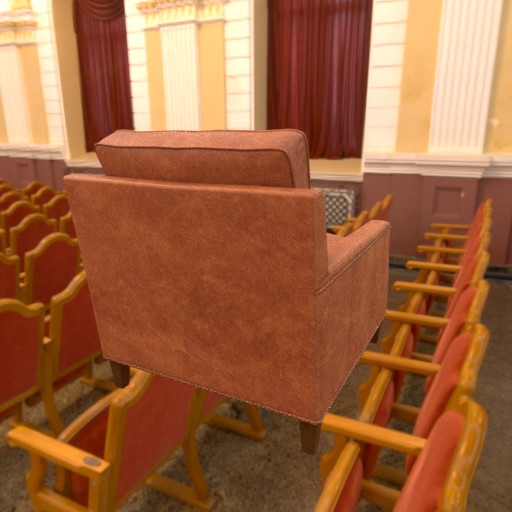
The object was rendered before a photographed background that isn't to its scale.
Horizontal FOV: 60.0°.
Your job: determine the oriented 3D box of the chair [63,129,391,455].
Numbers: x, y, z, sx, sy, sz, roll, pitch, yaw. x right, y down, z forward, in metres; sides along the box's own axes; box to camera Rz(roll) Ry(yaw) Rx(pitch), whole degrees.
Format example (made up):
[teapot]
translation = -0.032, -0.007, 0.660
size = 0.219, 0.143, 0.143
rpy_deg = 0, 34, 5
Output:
[chair]
translation = 0.000, 0.000, 1.713
size = 0.853, 0.943, 1.014
rpy_deg = 8, 18, 27
